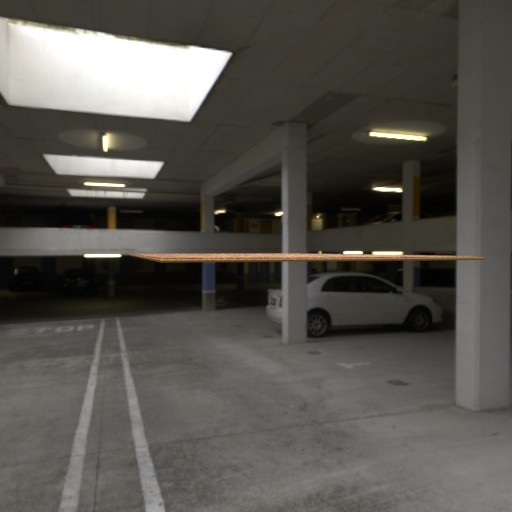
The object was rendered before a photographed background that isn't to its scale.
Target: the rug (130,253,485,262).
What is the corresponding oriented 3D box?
[{"bbox_3d":[0.000,0.000,2.233,1.148,0.013,1.758,0,1,-19],"label":"rug"}]
